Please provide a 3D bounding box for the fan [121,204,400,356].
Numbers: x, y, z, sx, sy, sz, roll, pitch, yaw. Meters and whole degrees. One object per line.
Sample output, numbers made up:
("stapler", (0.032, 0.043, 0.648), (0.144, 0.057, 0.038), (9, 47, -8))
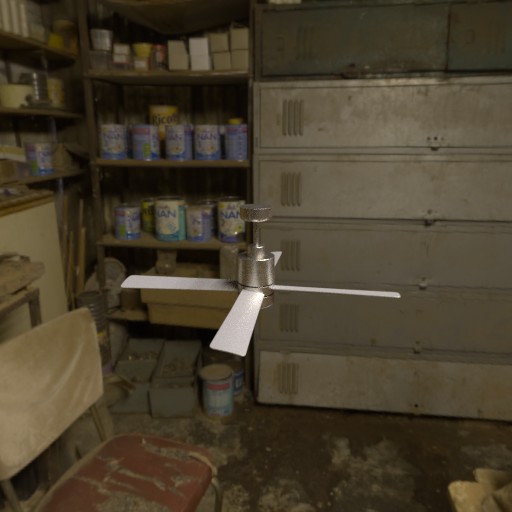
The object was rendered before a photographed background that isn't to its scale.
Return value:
("fan", (0.000, 0.000, 2.396), (1.525, 0.539, 1.525), (2, 15, 9))
